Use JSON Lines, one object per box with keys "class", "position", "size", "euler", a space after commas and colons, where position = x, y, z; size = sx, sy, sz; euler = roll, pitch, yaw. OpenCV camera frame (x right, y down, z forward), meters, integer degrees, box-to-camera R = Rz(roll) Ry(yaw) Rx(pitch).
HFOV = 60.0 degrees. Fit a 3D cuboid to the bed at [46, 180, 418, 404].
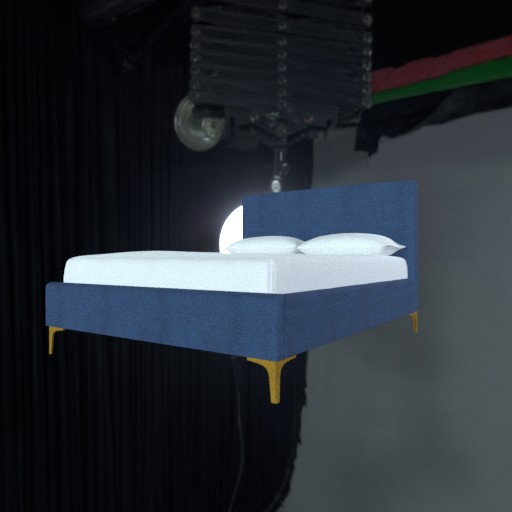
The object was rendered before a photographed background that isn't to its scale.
{"class": "bed", "position": [0.000, 0.000, 3.177], "size": [1.723, 1.231, 2.172], "euler": [0, 0, 35]}
